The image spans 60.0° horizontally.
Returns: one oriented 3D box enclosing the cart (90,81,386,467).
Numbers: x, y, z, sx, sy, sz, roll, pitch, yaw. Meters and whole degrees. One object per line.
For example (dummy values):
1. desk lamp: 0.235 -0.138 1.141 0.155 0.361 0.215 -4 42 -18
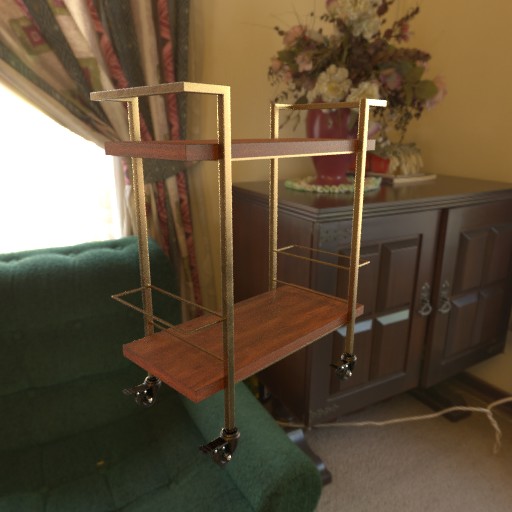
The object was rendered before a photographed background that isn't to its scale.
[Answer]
1. cart: 0.000 0.000 1.191 0.364 0.807 0.695 15 22 42
